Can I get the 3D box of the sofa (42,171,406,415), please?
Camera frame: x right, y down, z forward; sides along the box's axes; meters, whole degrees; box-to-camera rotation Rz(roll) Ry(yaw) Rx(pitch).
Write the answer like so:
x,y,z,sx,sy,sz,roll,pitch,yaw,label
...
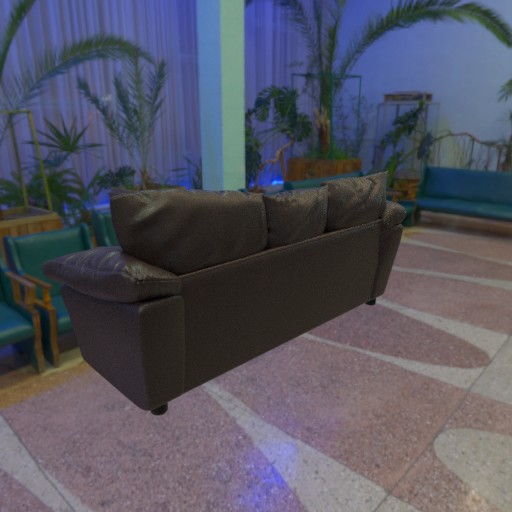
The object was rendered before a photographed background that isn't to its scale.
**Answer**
x,y,z,sx,sy,sz,roll,pitch,yaw,label
0.000,0.000,2.854,2.390,1.091,0.907,-16,23,-42,sofa
